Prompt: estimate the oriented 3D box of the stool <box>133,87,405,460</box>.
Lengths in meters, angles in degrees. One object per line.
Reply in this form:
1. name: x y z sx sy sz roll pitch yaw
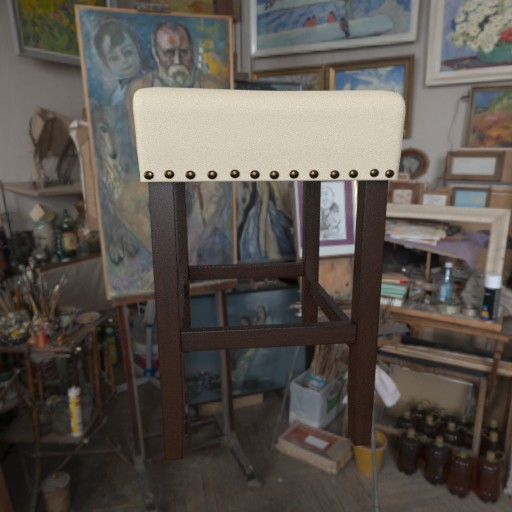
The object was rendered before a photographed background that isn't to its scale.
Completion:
1. stool: 0.000 0.000 0.922 0.401 0.609 0.471 -2 14 -6
